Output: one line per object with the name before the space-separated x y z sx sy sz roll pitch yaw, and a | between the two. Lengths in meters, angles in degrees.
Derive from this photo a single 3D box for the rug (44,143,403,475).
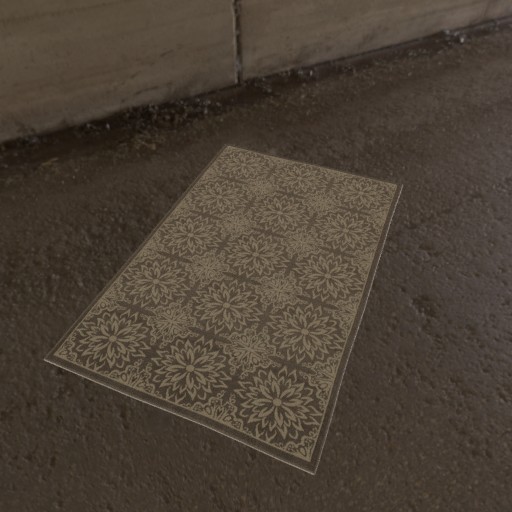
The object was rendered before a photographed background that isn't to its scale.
rug | 0.000 0.000 3.479 1.819 0.018 2.746 17 48 15
